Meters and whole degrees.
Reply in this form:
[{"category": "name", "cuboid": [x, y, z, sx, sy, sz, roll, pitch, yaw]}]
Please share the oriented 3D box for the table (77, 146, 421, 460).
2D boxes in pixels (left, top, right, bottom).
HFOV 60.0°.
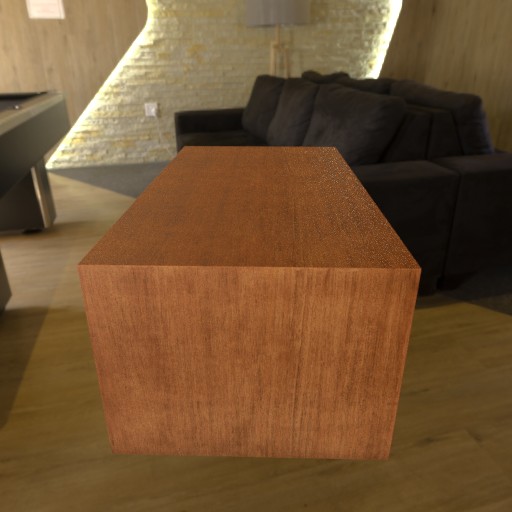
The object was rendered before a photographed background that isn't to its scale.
[{"category": "table", "cuboid": [0.000, 0.000, 1.245, 0.549, 0.419, 1.000, 1, 25, 1]}]
